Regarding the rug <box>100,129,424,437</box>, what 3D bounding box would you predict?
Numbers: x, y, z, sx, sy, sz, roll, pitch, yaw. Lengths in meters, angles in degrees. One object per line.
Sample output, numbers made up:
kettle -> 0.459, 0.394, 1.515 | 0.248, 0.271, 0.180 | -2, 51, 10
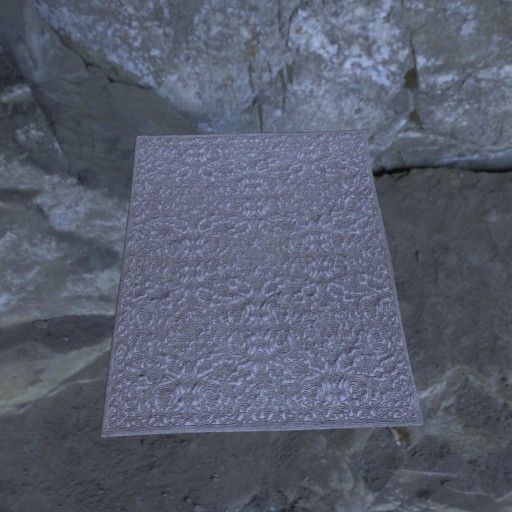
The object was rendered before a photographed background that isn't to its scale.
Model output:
rug -> 0.000, 0.000, 4.076 | 2.472, 0.035, 3.017 | -2, 62, -1
